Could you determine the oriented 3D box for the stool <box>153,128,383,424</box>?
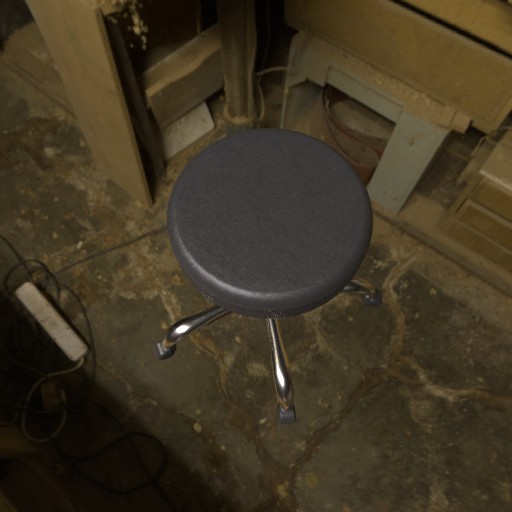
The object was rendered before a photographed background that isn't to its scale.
[{"bbox_3d":[0.000,0.000,1.117,0.638,0.576,0.673,37,70,16],"label":"stool"}]
